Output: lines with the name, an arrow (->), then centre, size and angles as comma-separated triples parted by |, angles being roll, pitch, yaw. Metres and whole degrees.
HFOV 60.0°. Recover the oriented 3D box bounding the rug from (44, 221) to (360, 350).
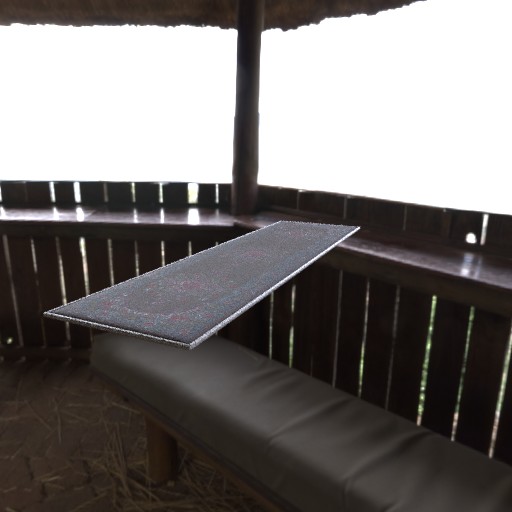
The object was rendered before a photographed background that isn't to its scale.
rug -> 0.000, 0.000, 2.515 | 0.659, 0.019, 2.297 | 7, 16, 25
